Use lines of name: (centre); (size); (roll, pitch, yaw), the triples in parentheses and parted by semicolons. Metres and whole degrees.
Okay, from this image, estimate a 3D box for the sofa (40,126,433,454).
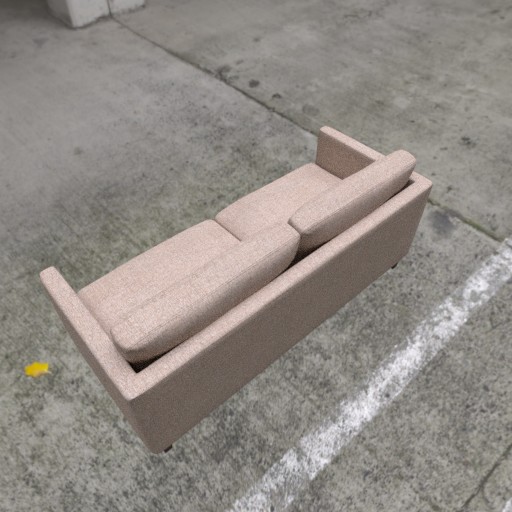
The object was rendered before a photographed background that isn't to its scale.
sofa: (0.000, 0.000, 2.722); (2.208, 0.965, 0.951); (-33, 55, -27)
